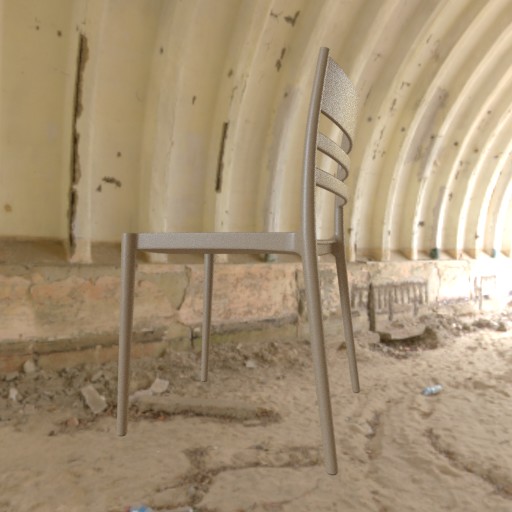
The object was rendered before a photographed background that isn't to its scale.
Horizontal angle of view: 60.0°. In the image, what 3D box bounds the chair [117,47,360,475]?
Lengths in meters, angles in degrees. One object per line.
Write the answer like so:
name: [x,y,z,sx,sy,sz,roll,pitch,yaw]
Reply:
chair: [0.000,0.000,1.130,0.511,0.800,0.531,0,0,18]
